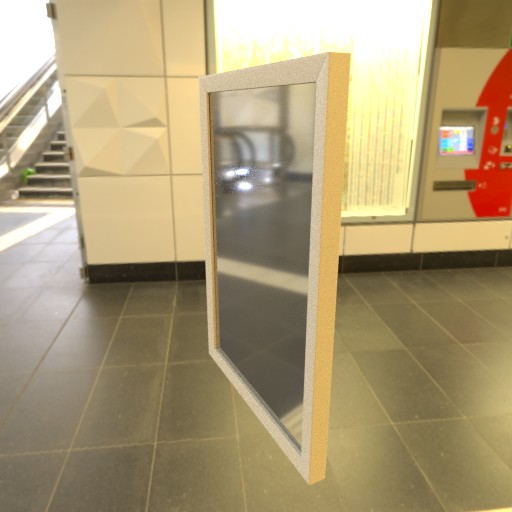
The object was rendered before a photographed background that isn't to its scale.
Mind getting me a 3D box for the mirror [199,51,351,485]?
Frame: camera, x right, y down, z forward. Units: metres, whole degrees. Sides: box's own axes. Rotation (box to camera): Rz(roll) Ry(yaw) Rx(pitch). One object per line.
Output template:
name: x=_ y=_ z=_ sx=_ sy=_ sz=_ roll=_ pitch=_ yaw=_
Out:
mirror: x=0.000 y=0.000 z=0.907 sx=0.040 sy=0.710 sz=0.507 roll=-9 pitch=20 yaw=-25
